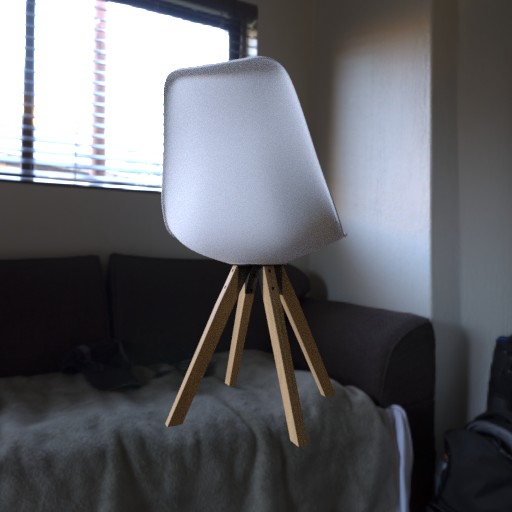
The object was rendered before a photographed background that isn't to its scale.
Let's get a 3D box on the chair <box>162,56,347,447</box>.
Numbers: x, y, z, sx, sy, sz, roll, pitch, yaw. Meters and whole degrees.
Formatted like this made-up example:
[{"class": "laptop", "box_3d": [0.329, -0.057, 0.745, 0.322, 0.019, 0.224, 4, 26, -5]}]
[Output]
[{"class": "chair", "box_3d": [0.000, 0.000, 1.212, 0.485, 0.849, 0.550, 0, 0, 19]}]
